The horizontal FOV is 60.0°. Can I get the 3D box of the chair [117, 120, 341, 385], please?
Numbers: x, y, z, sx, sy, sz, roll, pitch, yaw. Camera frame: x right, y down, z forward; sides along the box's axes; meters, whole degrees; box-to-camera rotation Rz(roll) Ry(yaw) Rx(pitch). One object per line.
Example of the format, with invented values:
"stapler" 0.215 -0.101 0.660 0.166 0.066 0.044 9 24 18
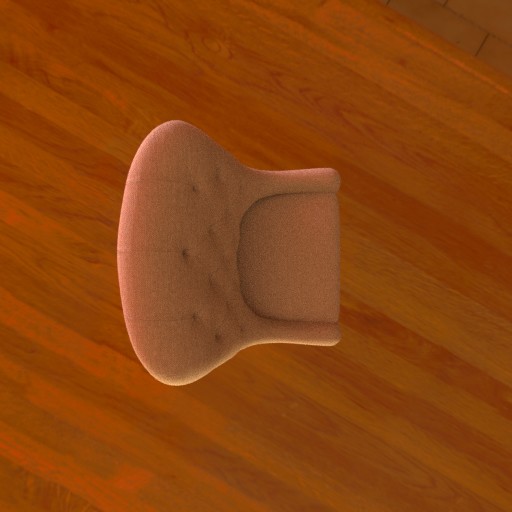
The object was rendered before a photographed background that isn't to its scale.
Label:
"chair" 0.000 0.000 1.490 0.629 1.091 0.634 0 89 -1
